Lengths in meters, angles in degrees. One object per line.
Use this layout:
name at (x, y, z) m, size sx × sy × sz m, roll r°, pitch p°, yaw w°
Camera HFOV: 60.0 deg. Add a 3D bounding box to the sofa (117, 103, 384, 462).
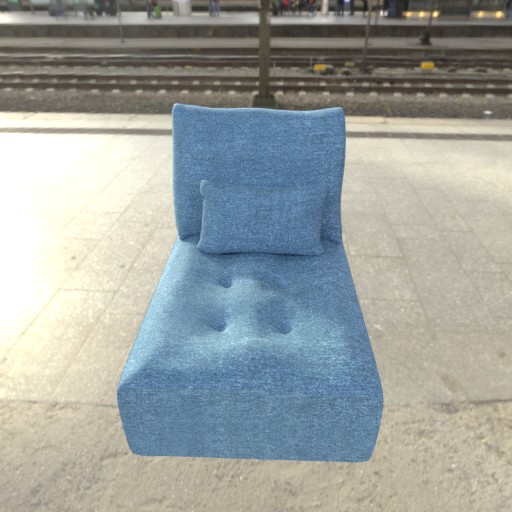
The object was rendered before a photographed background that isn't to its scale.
sofa at (0.000, 0.000, 1.511) m, size 0.700 × 0.820 × 1.000 m, roll 1°, pitch 31°, yaw 2°
